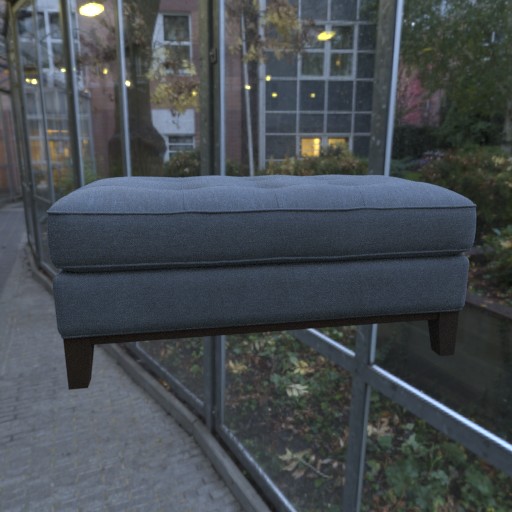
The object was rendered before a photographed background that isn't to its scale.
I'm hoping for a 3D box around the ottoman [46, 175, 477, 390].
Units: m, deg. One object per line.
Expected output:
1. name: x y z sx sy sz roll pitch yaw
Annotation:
1. ottoman: 0.000 0.000 1.451 1.143 0.514 0.648 -2 14 -10
